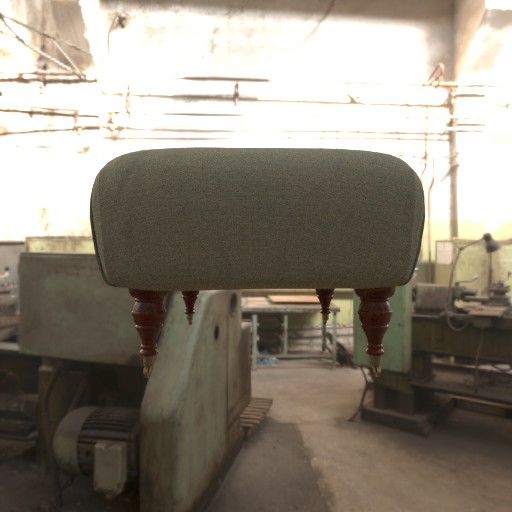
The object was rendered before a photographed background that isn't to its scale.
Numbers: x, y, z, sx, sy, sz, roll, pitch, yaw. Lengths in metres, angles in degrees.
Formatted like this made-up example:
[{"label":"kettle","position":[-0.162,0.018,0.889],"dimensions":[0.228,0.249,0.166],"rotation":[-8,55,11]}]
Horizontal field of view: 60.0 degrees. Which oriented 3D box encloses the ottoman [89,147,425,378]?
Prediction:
[{"label":"ottoman","position":[0.000,0.000,1.126],"dimensions":[0.622,0.450,0.747],"rotation":[0,0,-1]}]
